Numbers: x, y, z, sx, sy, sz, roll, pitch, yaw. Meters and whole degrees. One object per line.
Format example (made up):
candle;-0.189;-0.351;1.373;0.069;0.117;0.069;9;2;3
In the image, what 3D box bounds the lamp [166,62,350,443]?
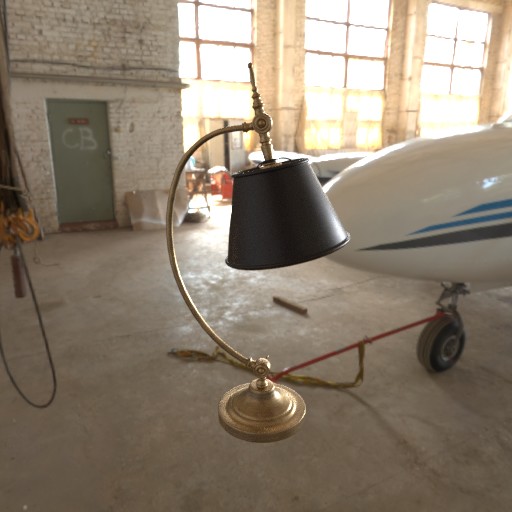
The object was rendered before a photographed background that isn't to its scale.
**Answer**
lamp;0.000;0.000;0.834;0.344;0.675;0.235;2;16;8
